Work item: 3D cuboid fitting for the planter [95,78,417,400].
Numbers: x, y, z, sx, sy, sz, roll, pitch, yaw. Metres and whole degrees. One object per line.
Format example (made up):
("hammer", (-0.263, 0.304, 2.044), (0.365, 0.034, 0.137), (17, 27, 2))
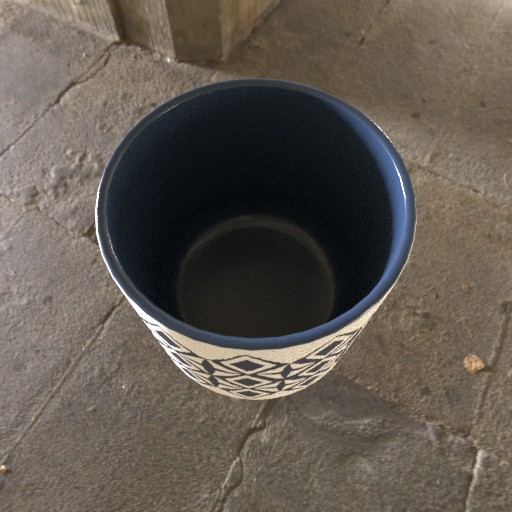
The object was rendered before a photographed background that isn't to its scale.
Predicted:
("planter", (0.000, 0.000, 0.284), (0.159, 0.144, 0.159), (0, 64, 0))
